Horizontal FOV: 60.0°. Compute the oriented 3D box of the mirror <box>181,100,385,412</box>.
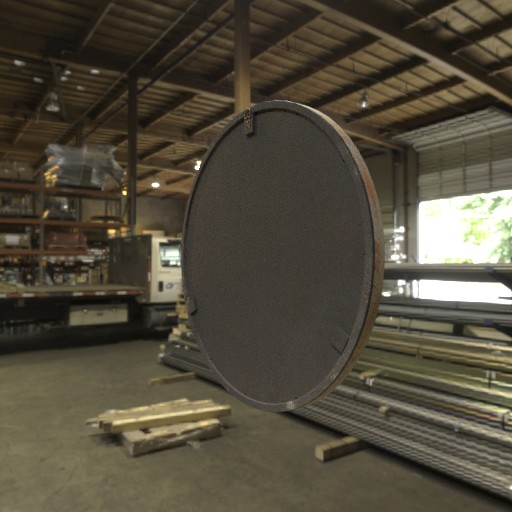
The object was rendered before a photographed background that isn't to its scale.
[{"bbox_3d":[0.000,0.000,1.059,0.038,0.710,0.710,1,-1,-37],"label":"mirror"}]
